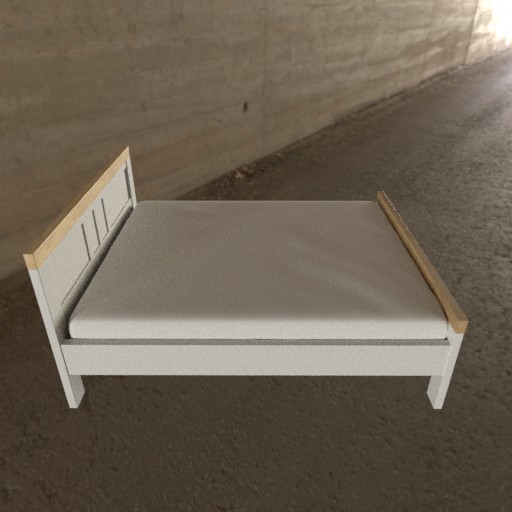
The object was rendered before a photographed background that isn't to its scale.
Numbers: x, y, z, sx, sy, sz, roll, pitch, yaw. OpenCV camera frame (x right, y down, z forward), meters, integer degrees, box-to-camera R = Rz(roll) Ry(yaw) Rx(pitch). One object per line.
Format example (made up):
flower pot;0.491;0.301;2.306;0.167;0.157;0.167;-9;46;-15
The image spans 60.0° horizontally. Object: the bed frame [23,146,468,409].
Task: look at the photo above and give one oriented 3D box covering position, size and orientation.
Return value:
bed frame;0.000;0.000;2.917;2.050;0.980;1.670;0;30;0
